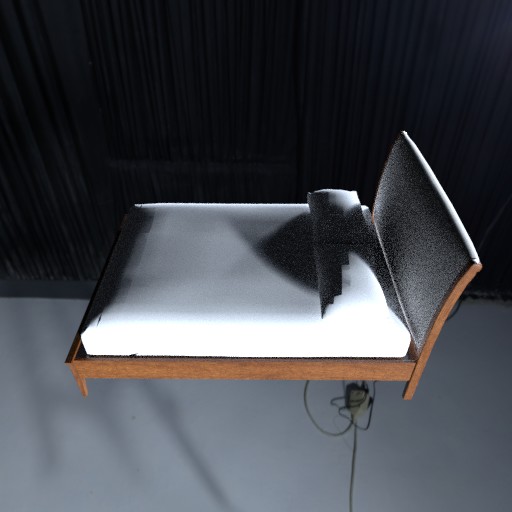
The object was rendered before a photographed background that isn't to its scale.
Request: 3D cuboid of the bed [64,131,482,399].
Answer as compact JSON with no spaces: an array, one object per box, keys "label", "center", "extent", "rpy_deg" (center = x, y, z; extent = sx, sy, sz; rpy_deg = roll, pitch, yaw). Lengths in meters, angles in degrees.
[{"label":"bed","center":[0.000,0.000,3.245],"extent":[2.380,1.250,1.612],"rpy_deg":[0,40,0]}]
